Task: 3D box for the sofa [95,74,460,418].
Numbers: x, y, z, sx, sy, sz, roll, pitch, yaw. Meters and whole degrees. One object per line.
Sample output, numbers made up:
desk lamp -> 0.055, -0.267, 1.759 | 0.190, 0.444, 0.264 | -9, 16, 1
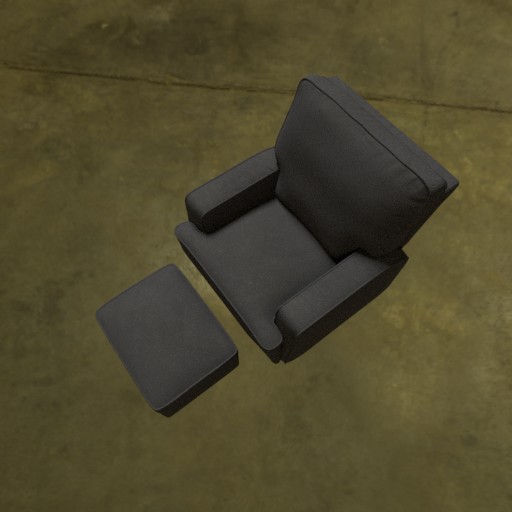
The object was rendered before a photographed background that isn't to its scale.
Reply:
sofa -> 0.000, 0.000, 1.998 | 1.472, 0.959, 0.861 | -34, 68, -16
